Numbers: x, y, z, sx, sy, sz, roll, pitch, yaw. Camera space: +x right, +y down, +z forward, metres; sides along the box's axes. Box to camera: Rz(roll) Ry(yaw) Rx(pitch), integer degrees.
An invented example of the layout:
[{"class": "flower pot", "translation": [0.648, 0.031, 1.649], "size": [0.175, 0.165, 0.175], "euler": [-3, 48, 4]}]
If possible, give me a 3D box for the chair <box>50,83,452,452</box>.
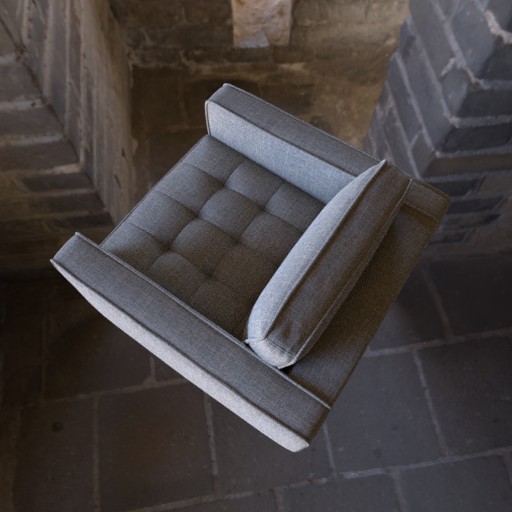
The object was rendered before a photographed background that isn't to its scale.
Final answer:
[{"class": "chair", "translation": [0.000, 0.000, 1.513], "size": [0.914, 0.765, 0.889], "euler": [32, 68, 14]}]
